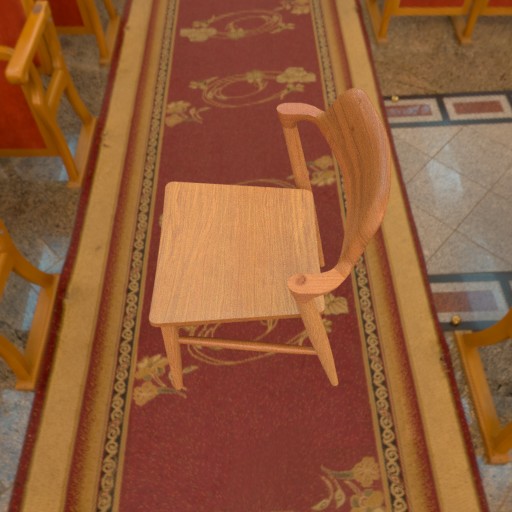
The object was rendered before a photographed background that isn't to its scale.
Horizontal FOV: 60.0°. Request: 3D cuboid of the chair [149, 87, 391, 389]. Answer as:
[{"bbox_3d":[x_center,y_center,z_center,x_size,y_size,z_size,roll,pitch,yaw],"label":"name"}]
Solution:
[{"bbox_3d":[0.000,0.000,1.147,0.499,0.792,0.512,-1,57,0],"label":"chair"}]
